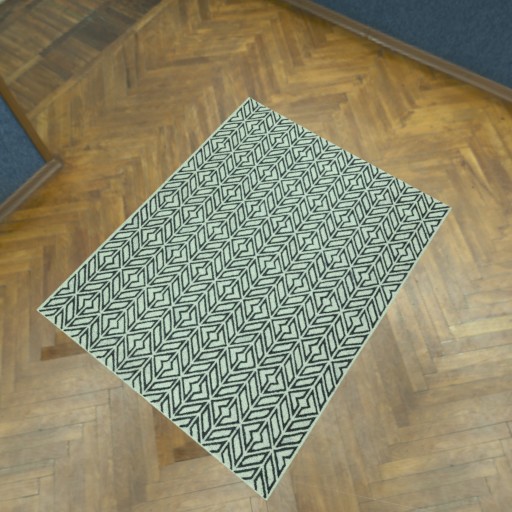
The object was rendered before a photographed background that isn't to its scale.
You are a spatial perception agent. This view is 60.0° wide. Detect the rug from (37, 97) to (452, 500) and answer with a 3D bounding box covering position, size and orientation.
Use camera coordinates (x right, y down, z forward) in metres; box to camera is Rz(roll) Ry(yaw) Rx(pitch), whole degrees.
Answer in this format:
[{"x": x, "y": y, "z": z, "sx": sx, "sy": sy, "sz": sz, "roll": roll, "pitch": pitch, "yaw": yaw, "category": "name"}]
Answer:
[{"x": 0.000, "y": 0.000, "z": 4.013, "sx": 2.421, "sy": 0.008, "sz": 3.045, "roll": 33, "pitch": 68, "yaw": 15, "category": "rug"}]
